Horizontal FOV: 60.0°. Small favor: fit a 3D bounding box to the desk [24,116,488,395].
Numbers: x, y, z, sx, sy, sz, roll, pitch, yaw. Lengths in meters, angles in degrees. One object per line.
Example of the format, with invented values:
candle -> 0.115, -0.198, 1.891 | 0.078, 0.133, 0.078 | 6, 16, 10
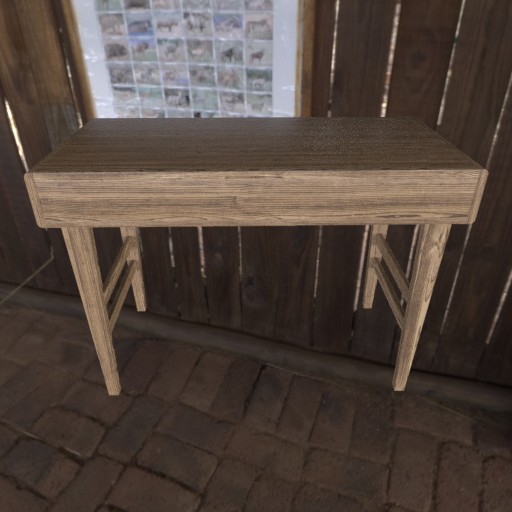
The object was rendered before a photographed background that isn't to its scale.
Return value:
desk -> 0.000, 0.000, 1.424 | 1.067, 0.755, 0.508 | -1, 31, -1
